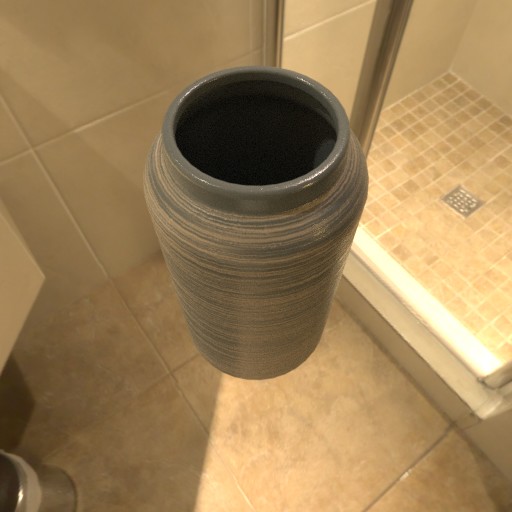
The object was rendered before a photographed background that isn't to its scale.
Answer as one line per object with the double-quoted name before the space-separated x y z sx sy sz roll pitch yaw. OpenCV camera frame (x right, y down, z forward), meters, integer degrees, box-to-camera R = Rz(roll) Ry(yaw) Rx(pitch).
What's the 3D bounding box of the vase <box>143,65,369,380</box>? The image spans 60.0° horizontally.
"vase" 0.000 0.000 0.299 0.116 0.230 0.116 0 58 0
